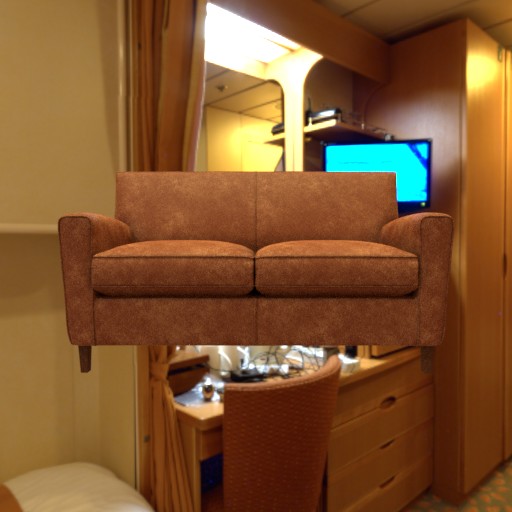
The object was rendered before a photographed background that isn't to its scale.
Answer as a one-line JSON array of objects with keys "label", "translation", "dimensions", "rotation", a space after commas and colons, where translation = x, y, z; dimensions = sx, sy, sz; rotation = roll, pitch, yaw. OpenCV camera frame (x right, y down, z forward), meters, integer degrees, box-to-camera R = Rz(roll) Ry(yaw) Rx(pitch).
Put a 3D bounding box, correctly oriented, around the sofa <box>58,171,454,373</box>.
[{"label": "sofa", "translation": [0.000, 0.000, 1.999], "dimensions": [1.473, 0.871, 0.787], "rotation": [0, 2, 0]}]
